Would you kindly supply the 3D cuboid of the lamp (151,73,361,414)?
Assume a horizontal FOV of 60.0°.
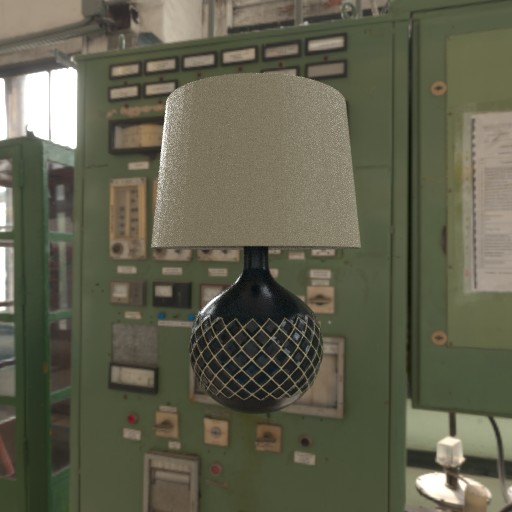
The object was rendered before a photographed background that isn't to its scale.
[{"bbox_3d":[0.000,0.000,0.816,0.376,0.540,0.376,0,0,0],"label":"lamp"}]
